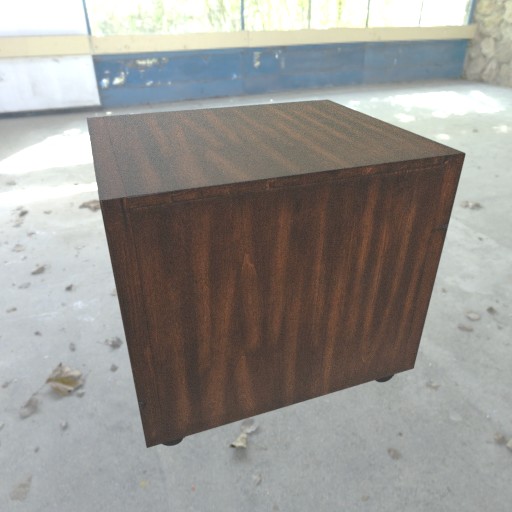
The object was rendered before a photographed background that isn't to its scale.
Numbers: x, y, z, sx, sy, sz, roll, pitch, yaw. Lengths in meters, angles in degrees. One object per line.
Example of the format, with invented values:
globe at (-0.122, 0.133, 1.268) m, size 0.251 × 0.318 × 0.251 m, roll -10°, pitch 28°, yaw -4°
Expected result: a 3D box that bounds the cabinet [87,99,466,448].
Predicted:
cabinet at (0.000, 0.000, 0.820) m, size 0.500 × 0.455 × 0.402 m, roll -10°, pitch 32°, yaw -17°
